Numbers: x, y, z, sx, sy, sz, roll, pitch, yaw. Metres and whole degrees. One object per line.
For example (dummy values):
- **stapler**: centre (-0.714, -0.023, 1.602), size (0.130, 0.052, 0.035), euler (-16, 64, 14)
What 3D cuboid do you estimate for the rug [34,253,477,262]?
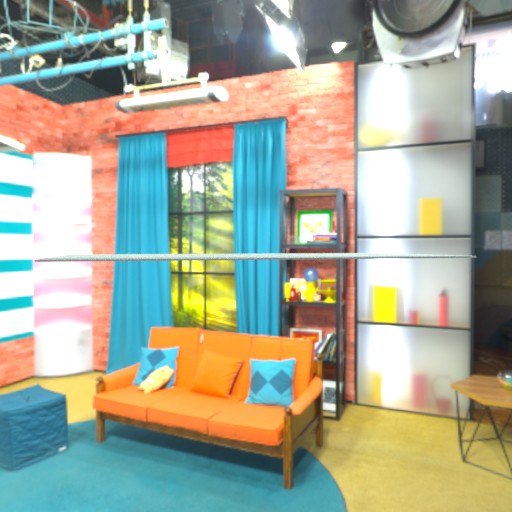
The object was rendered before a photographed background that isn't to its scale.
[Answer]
- **rug**: centre (0.000, 0.000, 1.448), size (1.219, 0.007, 0.604), euler (0, 1, -18)
